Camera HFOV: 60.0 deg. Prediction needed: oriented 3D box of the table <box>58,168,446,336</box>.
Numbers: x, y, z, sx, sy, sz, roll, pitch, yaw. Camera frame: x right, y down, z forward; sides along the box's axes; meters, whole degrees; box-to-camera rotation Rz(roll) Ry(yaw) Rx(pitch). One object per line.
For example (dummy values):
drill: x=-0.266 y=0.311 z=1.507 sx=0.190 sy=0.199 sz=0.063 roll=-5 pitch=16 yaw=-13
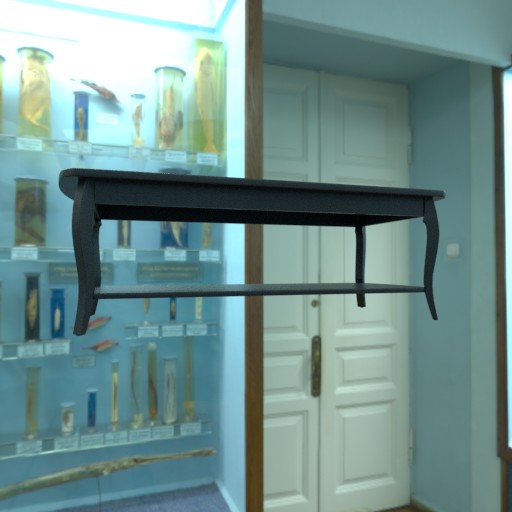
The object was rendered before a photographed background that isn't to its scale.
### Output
table: x=0.000 y=0.000 z=1.639 sx=1.333 sy=0.457 sz=0.571 roll=0 pitch=-1 yaw=-17
